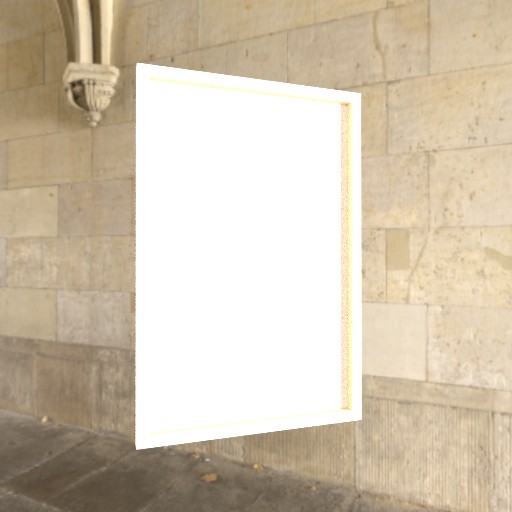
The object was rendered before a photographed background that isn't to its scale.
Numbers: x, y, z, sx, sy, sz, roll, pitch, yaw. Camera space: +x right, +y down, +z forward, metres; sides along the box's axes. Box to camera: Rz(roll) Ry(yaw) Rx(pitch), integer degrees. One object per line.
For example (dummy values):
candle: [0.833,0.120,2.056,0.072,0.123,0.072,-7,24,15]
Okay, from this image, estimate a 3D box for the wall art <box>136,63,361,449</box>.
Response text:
wall art: [0.000,0.000,1.162,0.607,0.912,0.038,0,0,-19]
